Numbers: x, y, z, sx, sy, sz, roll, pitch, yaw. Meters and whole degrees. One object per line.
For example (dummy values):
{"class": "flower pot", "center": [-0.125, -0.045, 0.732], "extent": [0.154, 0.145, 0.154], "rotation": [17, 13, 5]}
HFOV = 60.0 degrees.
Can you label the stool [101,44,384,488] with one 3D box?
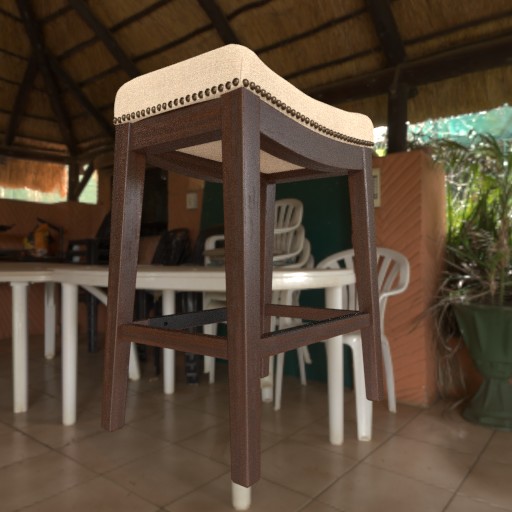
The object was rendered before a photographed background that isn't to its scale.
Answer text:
{"class": "stool", "center": [0.000, 0.000, 0.944], "extent": [0.363, 0.669, 0.509], "rotation": [0, 0, 38]}
